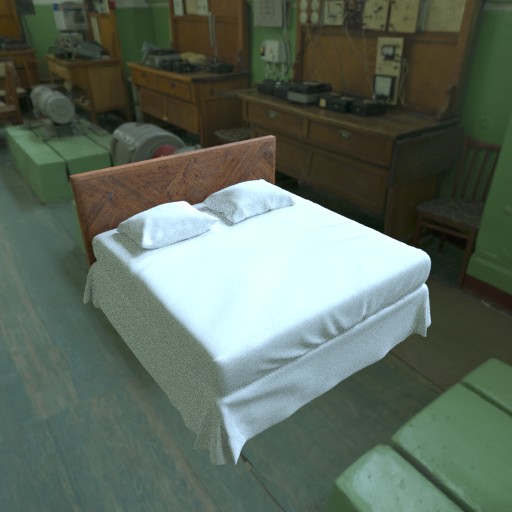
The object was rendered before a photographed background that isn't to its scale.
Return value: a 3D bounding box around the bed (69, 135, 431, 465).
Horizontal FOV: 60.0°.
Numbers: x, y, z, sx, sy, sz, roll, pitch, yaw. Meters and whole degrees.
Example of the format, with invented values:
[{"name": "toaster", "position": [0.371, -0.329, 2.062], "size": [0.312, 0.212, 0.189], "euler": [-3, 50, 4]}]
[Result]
[{"name": "bed", "position": [0.000, 0.000, 3.509], "size": [2.255, 1.158, 2.165], "euler": [-21, 36, -32]}]
